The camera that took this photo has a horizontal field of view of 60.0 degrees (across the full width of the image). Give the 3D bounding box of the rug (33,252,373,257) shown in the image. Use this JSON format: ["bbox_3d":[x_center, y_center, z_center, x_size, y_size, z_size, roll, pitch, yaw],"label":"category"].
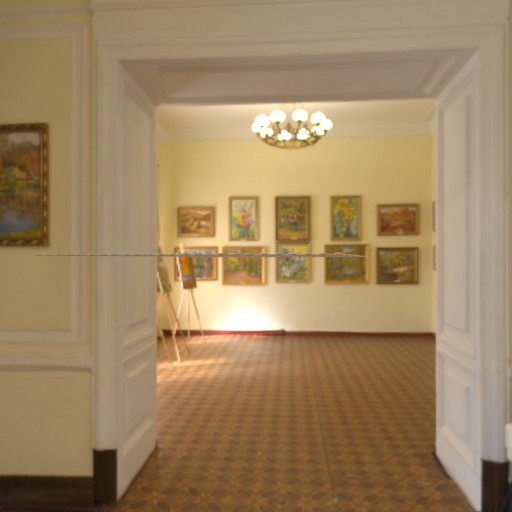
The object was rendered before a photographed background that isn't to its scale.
[{"bbox_3d":[0.000,0.000,2.569,1.222,0.009,2.084,0,0,17],"label":"rug"}]
